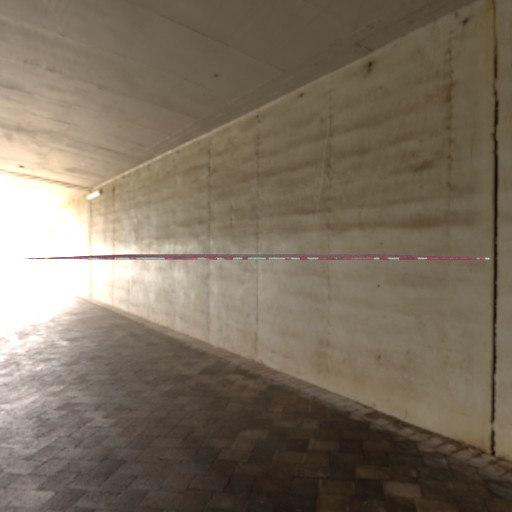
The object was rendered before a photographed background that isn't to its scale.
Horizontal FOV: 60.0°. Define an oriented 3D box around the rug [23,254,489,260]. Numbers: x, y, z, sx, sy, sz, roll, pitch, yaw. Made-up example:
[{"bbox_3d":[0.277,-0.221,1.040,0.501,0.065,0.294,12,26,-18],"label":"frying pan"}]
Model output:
[{"bbox_3d":[0.000,0.000,4.114,3.095,0.016,2.441,0,1,0],"label":"rug"}]
